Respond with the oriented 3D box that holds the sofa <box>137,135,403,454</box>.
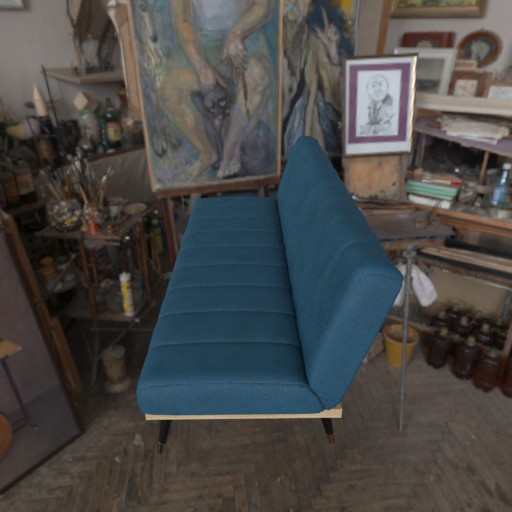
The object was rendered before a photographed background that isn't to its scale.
[{"bbox_3d":[0.000,0.000,2.231,0.830,0.825,1.810,0,27,-1],"label":"sofa"}]
